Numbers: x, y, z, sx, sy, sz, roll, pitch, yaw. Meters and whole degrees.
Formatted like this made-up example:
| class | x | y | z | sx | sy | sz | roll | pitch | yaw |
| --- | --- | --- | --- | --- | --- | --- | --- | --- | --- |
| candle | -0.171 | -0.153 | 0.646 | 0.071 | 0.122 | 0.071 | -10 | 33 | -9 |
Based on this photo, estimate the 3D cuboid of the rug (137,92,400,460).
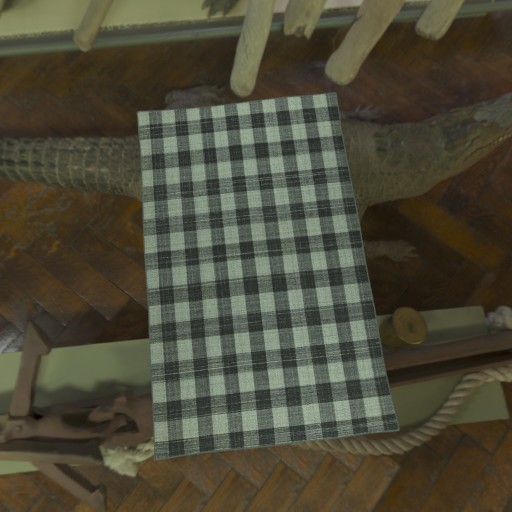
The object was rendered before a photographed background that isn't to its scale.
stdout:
| class | x | y | z | sx | sy | sz | roll | pitch | yaw |
| --- | --- | --- | --- | --- | --- | --- | --- | --- | --- |
| rug | 0.000 | 0.000 | 3.094 | 1.554 | 0.011 | 2.476 | -6 | 75 | -2 |
